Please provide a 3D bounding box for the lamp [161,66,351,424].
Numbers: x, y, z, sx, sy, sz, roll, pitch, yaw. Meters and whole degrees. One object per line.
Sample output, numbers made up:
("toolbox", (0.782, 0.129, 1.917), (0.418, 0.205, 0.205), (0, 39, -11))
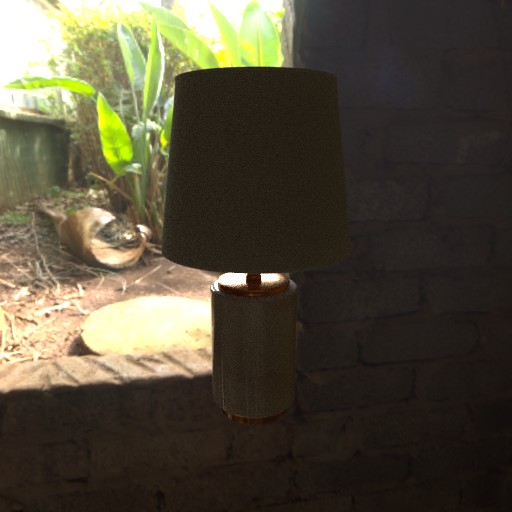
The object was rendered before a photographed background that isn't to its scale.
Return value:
("lamp", (0.000, 0.000, 0.455), (0.189, 0.340, 0.189), (0, 14, 0))
